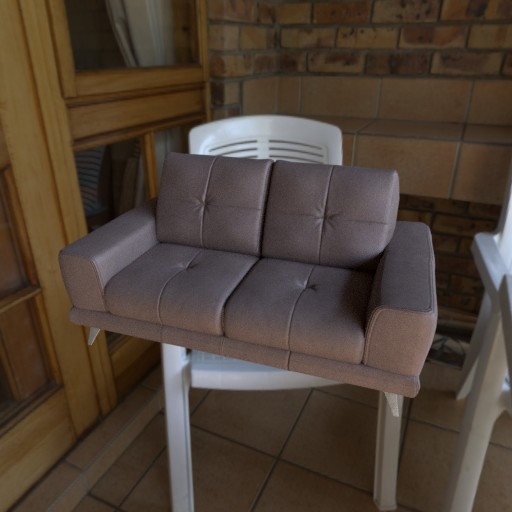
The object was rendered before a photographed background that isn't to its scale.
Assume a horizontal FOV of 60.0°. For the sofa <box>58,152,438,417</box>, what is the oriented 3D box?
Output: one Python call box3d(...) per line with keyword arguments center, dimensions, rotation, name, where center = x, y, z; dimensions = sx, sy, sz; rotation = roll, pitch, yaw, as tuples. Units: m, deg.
box3d(center=(0.000, 0.000, 2.385), dimensions=(1.806, 0.907, 1.018), rotation=(8, 27, 17), name="sofa")
